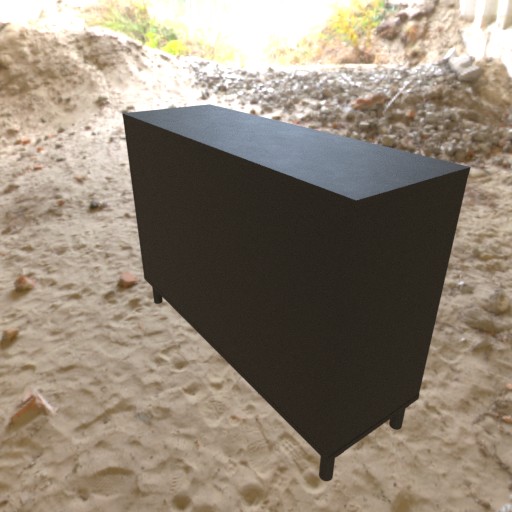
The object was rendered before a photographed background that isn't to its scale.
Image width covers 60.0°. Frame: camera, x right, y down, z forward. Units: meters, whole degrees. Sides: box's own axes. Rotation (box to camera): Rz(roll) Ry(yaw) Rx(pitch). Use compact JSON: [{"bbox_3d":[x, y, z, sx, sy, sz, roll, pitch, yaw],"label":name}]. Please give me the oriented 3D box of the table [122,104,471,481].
[{"bbox_3d":[0.000,0.000,1.570,0.400,0.855,1.200,-18,32,-31],"label":"table"}]
